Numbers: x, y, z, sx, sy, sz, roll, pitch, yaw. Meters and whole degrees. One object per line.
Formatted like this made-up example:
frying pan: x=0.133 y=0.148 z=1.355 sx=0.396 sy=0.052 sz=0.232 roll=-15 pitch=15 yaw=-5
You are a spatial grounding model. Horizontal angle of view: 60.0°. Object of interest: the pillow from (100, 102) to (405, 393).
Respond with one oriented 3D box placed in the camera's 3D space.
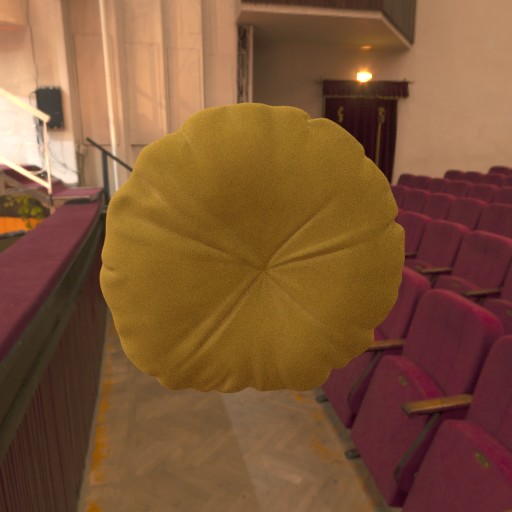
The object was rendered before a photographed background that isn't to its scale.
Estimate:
pillow: x=0.000 y=0.000 z=0.622 sx=0.428 sy=0.407 sz=0.148 roll=-2 pitch=14 yaw=-9
